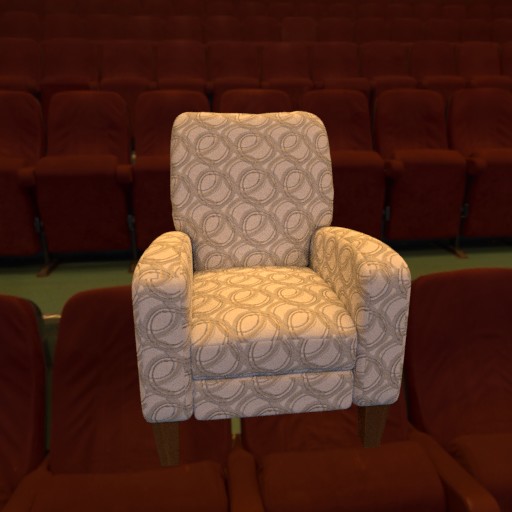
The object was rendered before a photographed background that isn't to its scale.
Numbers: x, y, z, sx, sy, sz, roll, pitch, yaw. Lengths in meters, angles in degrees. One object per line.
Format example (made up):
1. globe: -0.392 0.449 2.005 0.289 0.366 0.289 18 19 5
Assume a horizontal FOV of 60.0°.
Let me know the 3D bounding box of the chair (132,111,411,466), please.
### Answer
1. chair: 0.000 0.000 1.699 0.796 1.065 0.995 -2 17 -7
